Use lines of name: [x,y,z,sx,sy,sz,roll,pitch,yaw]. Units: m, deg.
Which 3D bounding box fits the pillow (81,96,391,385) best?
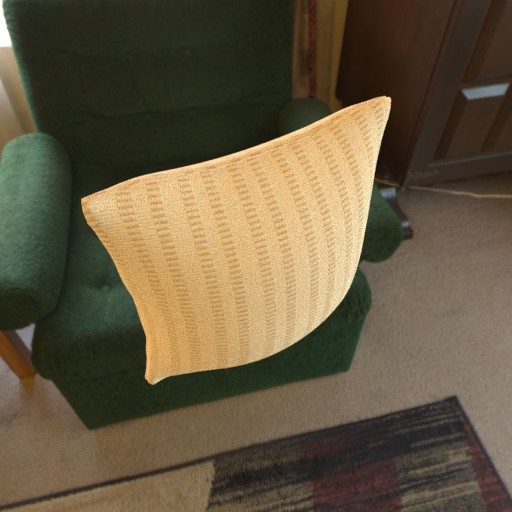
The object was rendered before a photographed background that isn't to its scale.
pillow: [0.000,0.000,0.692,0.438,0.419,0.247,-24,52,-20]
